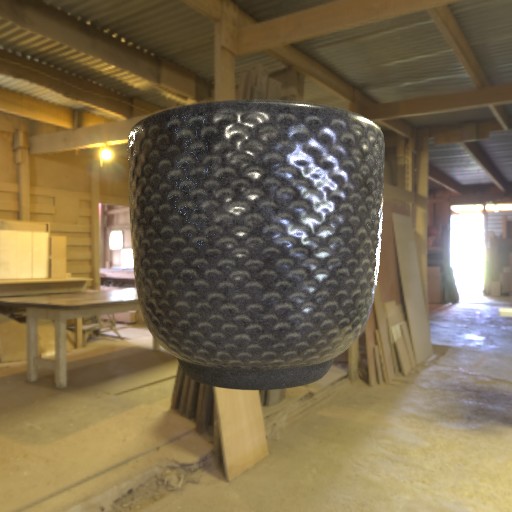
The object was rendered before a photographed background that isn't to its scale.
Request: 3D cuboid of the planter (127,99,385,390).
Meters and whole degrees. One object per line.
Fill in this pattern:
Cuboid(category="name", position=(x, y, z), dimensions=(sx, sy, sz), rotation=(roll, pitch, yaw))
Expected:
Cuboid(category="planter", position=(0.000, 0.000, 0.250), dimensions=(0.140, 0.129, 0.140), rotation=(0, 0, 0))
